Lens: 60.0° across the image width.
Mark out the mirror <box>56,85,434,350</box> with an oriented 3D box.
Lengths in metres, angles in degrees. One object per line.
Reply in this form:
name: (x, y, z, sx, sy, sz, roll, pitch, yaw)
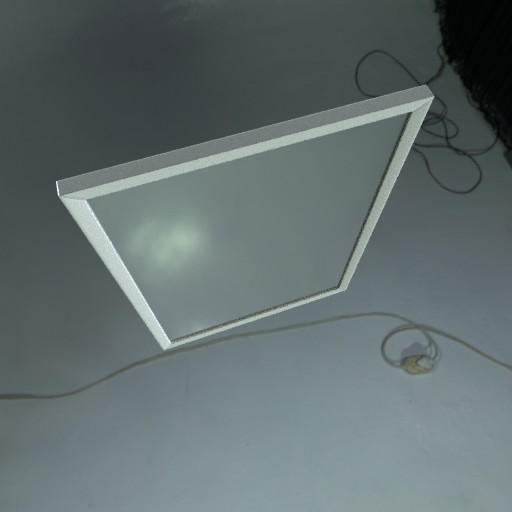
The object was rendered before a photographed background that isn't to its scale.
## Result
mirror: (0.000, 0.000, 1.312, 0.762, 1.016, 0.040, -17, 64, -9)
